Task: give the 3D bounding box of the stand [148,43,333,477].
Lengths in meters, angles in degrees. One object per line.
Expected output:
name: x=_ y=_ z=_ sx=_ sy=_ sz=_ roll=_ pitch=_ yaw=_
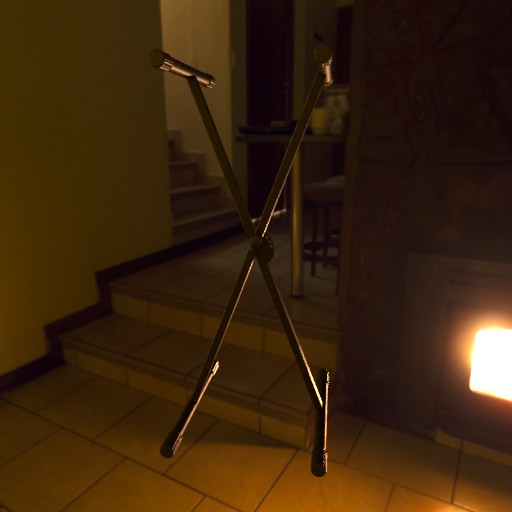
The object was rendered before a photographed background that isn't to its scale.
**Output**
stand: x=0.000 y=0.000 z=1.161 sx=0.409 sy=0.940 sz=0.449 roll=3 pitch=15 yaw=9
